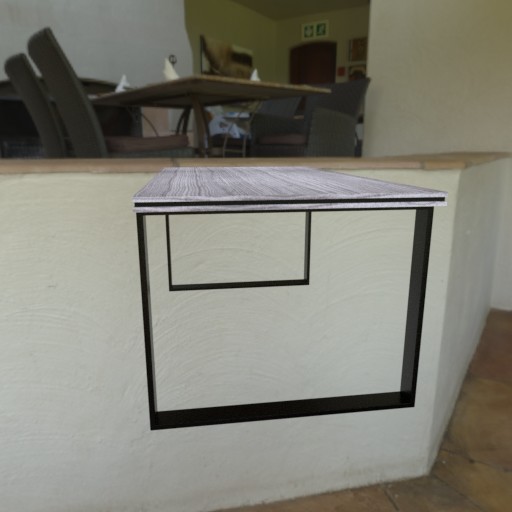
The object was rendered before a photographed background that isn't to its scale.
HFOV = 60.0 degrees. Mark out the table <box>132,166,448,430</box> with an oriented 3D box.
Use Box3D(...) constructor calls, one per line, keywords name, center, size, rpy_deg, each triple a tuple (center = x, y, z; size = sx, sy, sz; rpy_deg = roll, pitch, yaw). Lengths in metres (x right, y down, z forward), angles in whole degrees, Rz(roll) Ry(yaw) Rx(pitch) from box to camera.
Box3D(name="table", center=(0.000, 0.000, 2.054), size=(0.881, 0.736, 1.579), rpy_deg=(-2, 14, -8))
